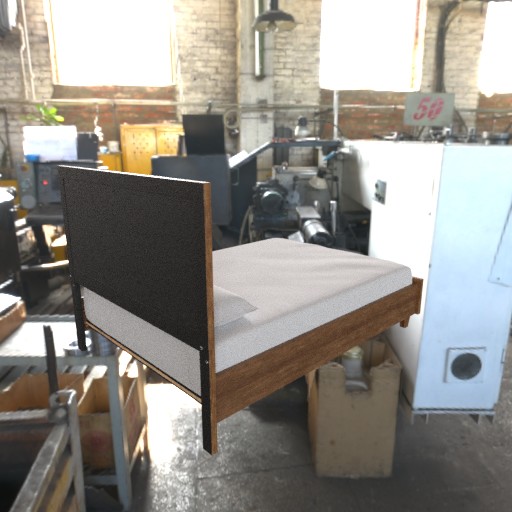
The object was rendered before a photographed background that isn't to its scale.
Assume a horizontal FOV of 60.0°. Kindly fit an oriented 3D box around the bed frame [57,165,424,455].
[{"bbox_3d":[0.000,0.000,3.486,2.276,1.417,1.696,-14,20,-42],"label":"bed frame"}]
